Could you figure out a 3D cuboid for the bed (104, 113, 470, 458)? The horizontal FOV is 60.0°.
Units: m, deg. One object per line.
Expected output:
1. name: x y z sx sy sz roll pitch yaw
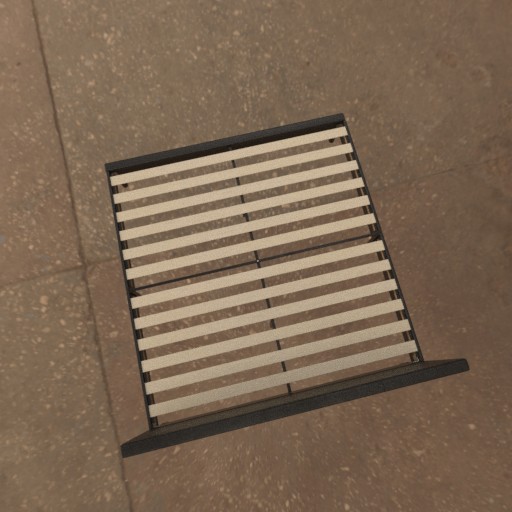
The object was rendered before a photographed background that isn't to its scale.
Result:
1. bed: 0.000 0.000 3.241 2.018 1.046 2.152 -13 76 -3
